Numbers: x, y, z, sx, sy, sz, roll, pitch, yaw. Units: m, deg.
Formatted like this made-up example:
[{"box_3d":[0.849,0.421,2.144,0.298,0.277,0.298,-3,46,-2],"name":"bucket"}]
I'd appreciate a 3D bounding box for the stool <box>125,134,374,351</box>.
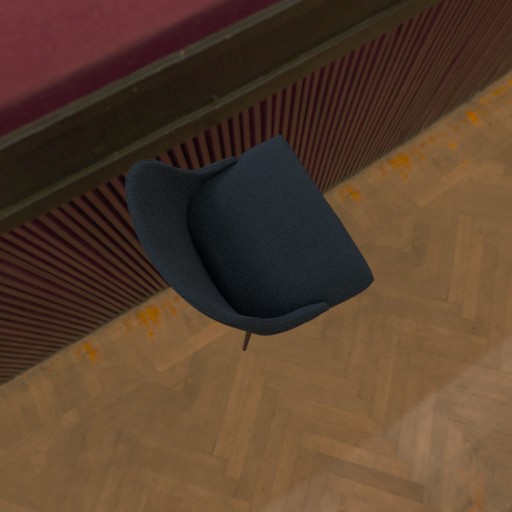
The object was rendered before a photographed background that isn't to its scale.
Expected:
[{"box_3d":[0.000,0.000,1.379,0.489,1.079,0.527,-29,77,-7],"name":"stool"}]
